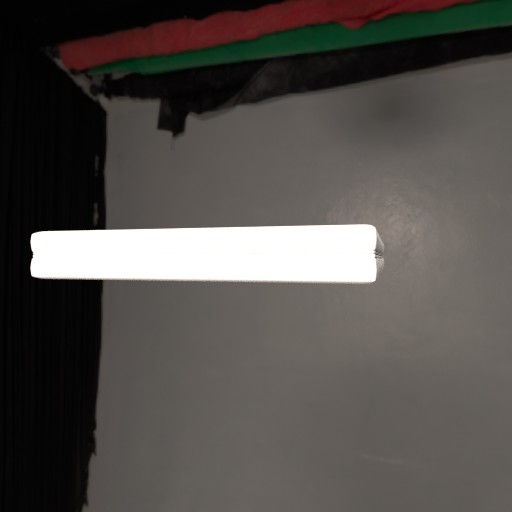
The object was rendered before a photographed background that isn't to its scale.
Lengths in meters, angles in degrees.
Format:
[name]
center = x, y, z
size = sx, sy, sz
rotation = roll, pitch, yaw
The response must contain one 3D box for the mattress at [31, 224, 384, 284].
[mattress]
center = 0.000, 0.000, 2.558
size = 1.400, 0.200, 1.900
rotation = 0, 0, 17
